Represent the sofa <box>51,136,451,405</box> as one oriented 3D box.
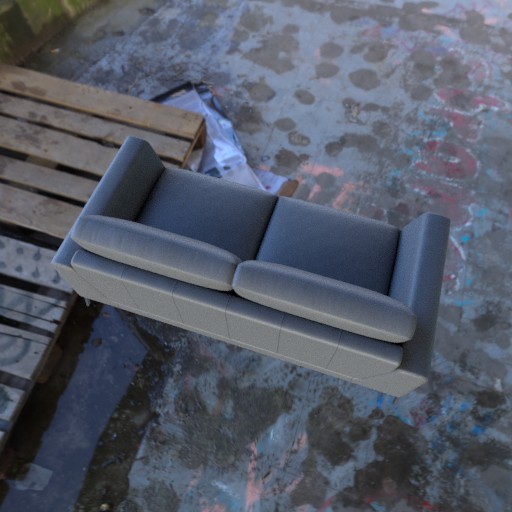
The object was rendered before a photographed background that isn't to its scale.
[{"bbox_3d":[0.000,0.000,2.560,2.017,0.875,0.953,16,63,8],"label":"sofa"}]
